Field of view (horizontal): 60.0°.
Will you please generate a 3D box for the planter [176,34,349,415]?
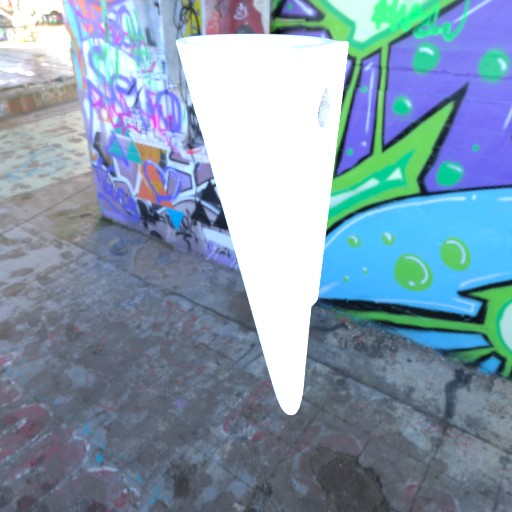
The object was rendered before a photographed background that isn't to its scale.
[{"bbox_3d":[0.000,0.000,0.220,0.064,0.193,0.057,20,36,30],"label":"planter"}]
